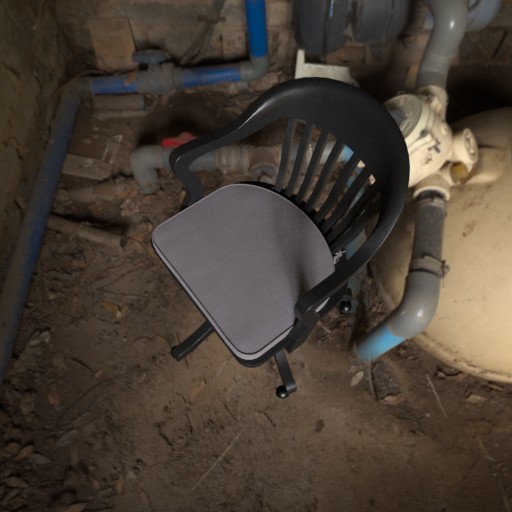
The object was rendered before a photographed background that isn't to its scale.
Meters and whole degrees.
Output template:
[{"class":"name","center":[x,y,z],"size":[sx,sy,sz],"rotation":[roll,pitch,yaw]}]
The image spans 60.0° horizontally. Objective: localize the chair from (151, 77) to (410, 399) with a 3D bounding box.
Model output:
[{"class":"chair","center":[0.000,0.000,1.440],"size":[0.788,0.878,0.750],"rotation":[-35,68,-16]}]
